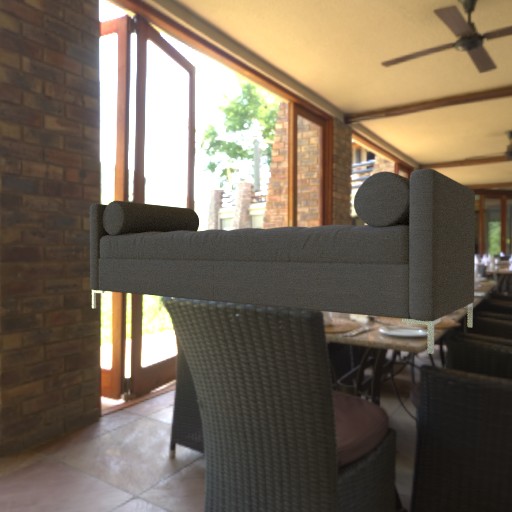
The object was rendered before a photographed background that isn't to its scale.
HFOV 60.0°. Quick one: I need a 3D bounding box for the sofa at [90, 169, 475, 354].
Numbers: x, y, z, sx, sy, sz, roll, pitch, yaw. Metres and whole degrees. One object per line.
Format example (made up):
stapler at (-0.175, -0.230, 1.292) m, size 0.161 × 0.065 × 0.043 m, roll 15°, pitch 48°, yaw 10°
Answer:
sofa at (0.000, 0.000, 2.333) m, size 1.981 × 0.635 × 0.686 m, roll 1°, pitch 1°, yaw 37°
